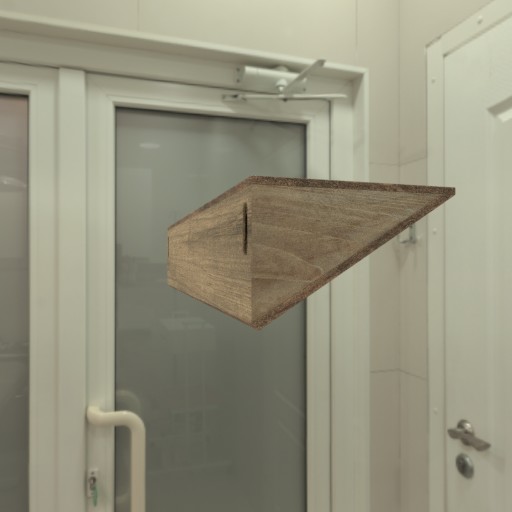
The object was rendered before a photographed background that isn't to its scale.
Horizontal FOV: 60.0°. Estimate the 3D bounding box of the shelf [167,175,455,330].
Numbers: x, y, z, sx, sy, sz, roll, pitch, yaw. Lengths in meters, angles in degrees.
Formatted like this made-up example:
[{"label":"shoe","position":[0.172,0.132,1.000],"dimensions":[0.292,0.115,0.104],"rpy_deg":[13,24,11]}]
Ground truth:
[{"label":"shelf","position":[0.000,0.000,0.675],"dimensions":[0.200,0.125,0.610],"rpy_deg":[0,0,-17]}]
